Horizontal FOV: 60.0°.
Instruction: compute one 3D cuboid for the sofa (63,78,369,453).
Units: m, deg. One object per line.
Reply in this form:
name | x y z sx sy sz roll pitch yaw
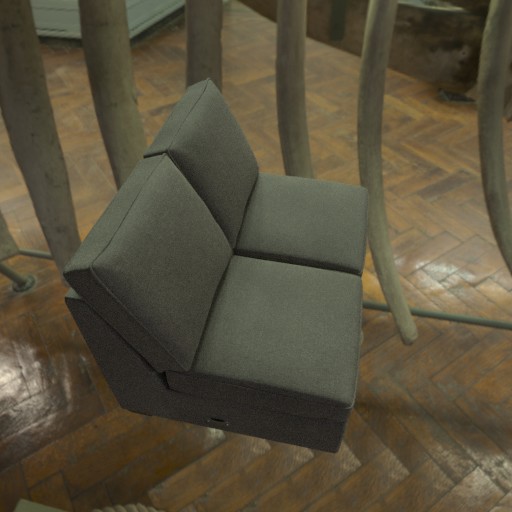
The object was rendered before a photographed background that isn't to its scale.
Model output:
sofa | 0.000 0.000 1.934 0.951 1.008 1.237 9 47 8
